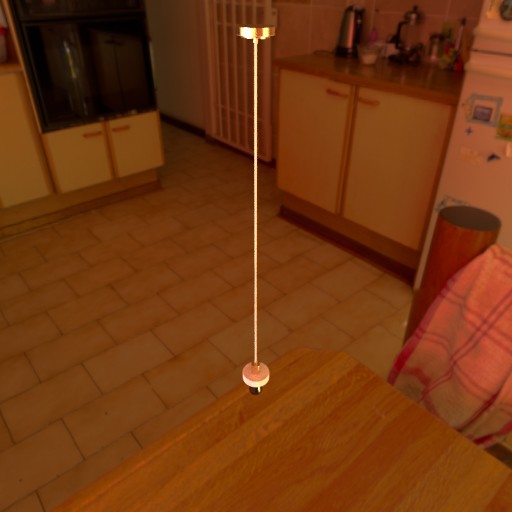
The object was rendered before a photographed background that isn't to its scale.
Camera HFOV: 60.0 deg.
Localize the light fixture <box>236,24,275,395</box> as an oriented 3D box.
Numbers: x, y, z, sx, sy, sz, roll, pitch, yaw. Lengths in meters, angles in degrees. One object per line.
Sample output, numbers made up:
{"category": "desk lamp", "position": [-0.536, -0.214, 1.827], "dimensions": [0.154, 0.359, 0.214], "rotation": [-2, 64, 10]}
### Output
{"category": "light fixture", "position": [0.000, 0.000, 1.804], "dimensions": [0.129, 1.669, 0.129], "rotation": [11, 35, 16]}
